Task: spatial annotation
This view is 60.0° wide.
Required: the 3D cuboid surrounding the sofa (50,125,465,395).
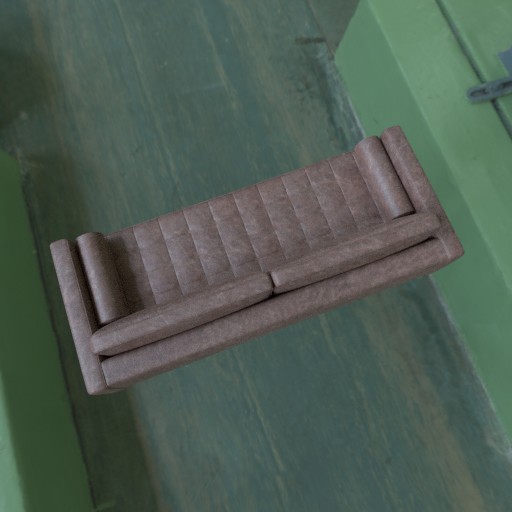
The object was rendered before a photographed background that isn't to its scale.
[{"bbox_3d":[0.000,0.000,2.692,2.210,0.762,0.914,-20,76,-5],"label":"sofa"}]
